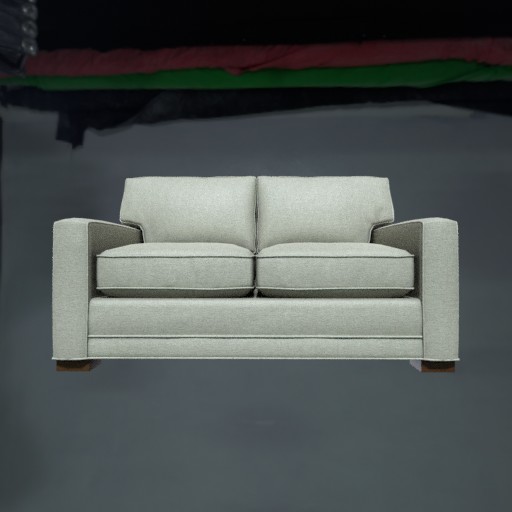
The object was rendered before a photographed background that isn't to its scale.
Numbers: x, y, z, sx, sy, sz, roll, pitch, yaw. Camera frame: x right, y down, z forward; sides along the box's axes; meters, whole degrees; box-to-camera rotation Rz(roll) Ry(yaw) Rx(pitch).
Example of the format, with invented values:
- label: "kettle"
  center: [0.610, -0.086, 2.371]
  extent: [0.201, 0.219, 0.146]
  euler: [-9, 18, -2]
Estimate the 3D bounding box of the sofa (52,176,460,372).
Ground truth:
- label: "sofa"
  center: [0.000, 0.000, 2.061]
  extent: [1.484, 0.853, 0.940]
  euler: [0, 0, 1]
